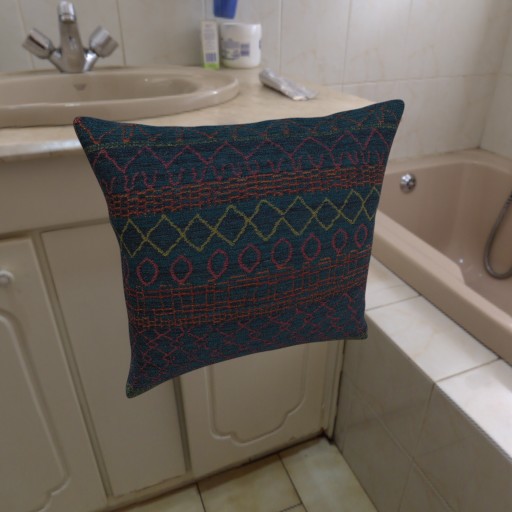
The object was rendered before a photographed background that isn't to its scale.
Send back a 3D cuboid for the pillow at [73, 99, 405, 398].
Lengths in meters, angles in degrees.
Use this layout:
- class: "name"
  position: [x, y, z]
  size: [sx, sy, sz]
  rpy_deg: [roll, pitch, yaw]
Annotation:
- class: "pillow"
  position: [0.000, 0.000, 0.652]
  size: [0.431, 0.431, 0.141]
  rpy_deg: [-10, 31, -17]
